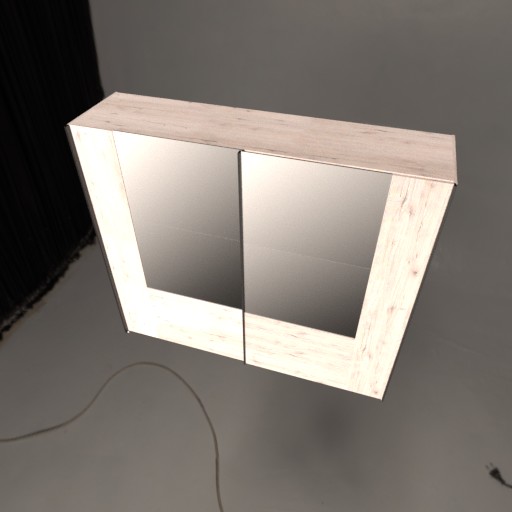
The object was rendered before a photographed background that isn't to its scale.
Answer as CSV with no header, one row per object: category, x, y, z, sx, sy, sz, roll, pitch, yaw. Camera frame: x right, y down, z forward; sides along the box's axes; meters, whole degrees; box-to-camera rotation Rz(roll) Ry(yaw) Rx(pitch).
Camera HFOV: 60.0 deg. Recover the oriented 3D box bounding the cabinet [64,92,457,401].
cabinet,0.000,0.000,3.636,2.500,2.180,0.660,12,42,13
